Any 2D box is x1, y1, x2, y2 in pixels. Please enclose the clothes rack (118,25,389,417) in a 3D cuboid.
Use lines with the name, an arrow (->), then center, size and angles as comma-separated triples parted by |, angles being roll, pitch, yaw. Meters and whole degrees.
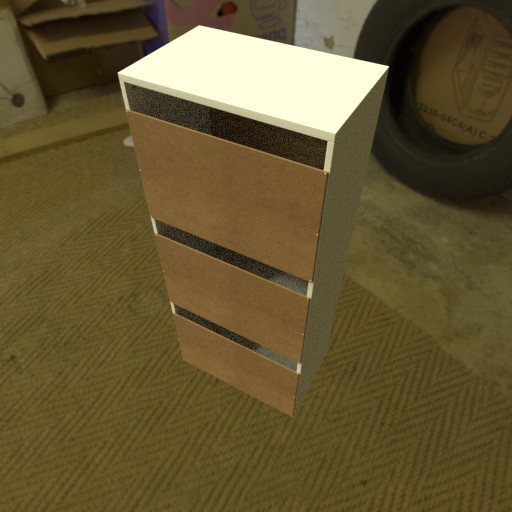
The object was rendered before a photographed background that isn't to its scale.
clothes rack -> 0.000, 0.000, 1.395 | 0.500, 1.187, 0.331 | 22, 51, 19
